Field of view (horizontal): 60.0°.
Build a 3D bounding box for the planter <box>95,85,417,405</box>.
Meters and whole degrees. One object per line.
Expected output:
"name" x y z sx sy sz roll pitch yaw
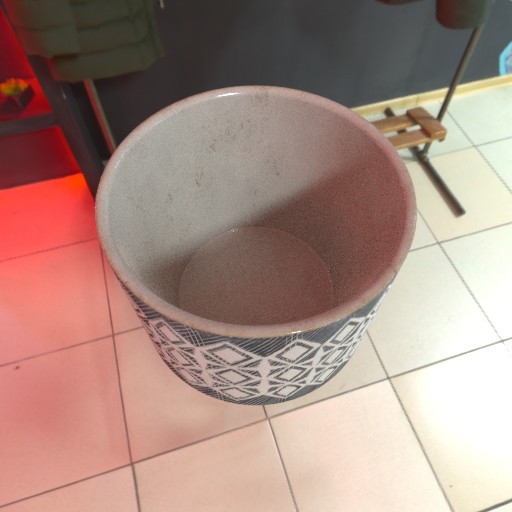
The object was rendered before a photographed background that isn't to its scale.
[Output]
"planter" 0.000 0.000 0.221 0.126 0.104 0.126 0 58 0
